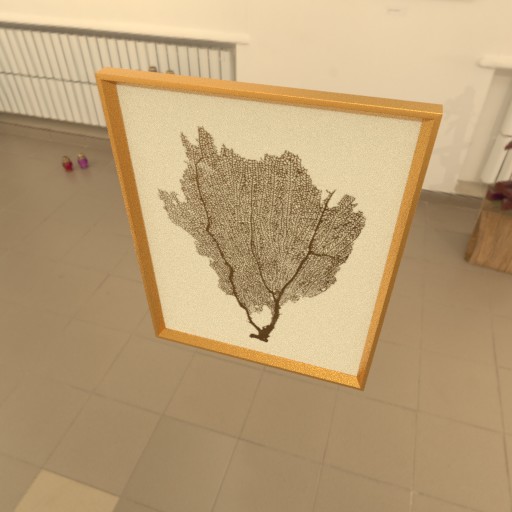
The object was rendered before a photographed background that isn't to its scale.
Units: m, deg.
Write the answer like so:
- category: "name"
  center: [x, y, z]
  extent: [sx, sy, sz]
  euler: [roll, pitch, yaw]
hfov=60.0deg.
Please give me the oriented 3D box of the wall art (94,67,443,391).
- category: "wall art"
  center: [0.000, 0.000, 1.008]
  extent: [0.610, 0.762, 0.038]
  euler: [12, 42, 13]
